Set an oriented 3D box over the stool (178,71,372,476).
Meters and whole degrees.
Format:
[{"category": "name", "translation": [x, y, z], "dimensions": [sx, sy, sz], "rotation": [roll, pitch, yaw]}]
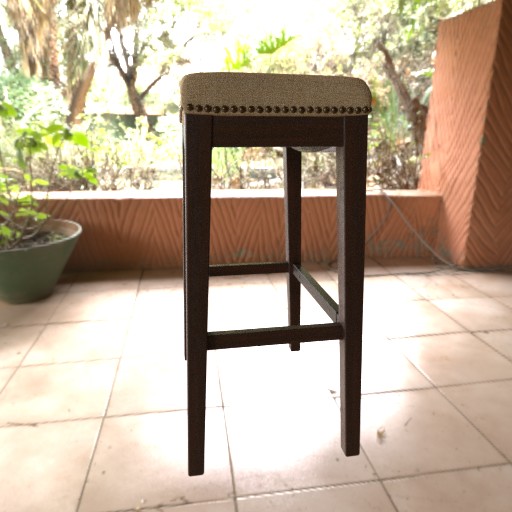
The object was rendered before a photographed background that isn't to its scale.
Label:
[{"category": "stool", "translation": [0.000, 0.000, 1.057], "dimensions": [0.363, 0.768, 0.509], "rotation": [-3, 16, -9]}]
